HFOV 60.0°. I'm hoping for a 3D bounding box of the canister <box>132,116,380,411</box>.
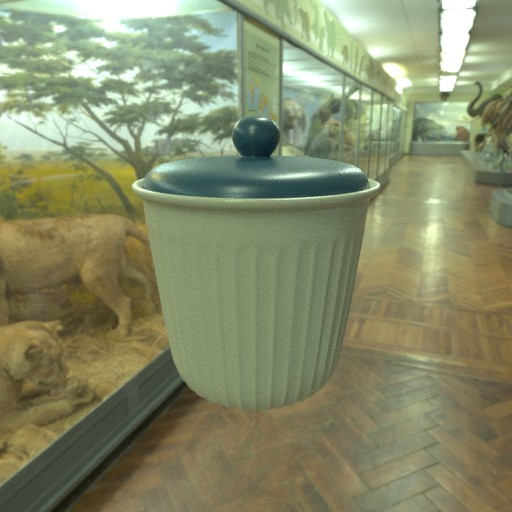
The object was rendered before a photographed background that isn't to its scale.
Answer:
[{"bbox_3d":[0.000,0.000,0.350,0.181,0.211,0.181,0,16,0],"label":"canister"}]
